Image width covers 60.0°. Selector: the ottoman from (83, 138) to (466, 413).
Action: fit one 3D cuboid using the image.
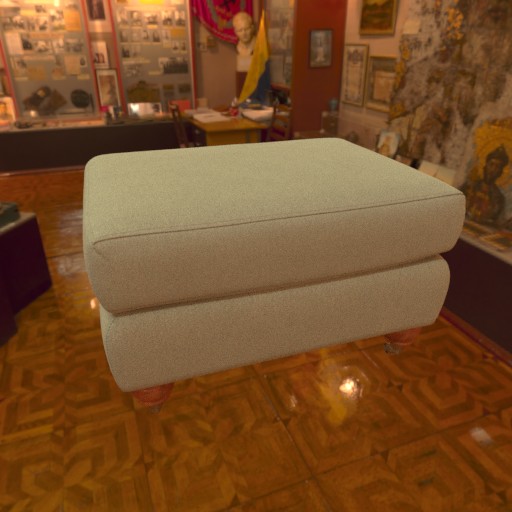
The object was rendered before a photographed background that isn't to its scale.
[{"bbox_3d":[0.000,0.000,1.119,0.773,0.499,0.569,-9,28,-17],"label":"ottoman"}]
